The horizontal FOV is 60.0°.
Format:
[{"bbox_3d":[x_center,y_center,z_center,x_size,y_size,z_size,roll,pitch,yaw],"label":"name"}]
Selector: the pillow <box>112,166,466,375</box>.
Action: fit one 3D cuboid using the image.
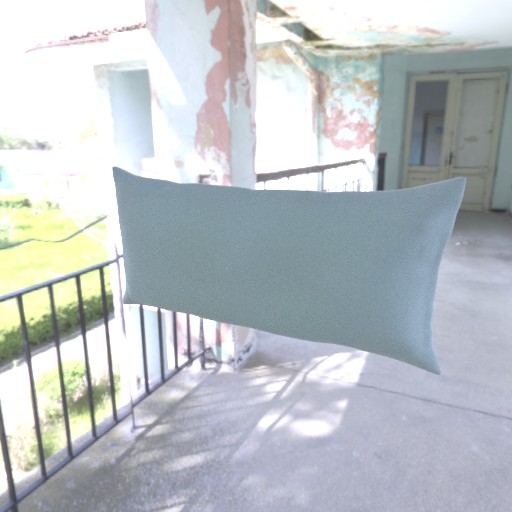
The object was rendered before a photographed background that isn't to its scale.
[{"bbox_3d":[0.000,0.000,0.743,0.610,0.287,0.151,8,17,26],"label":"pillow"}]
